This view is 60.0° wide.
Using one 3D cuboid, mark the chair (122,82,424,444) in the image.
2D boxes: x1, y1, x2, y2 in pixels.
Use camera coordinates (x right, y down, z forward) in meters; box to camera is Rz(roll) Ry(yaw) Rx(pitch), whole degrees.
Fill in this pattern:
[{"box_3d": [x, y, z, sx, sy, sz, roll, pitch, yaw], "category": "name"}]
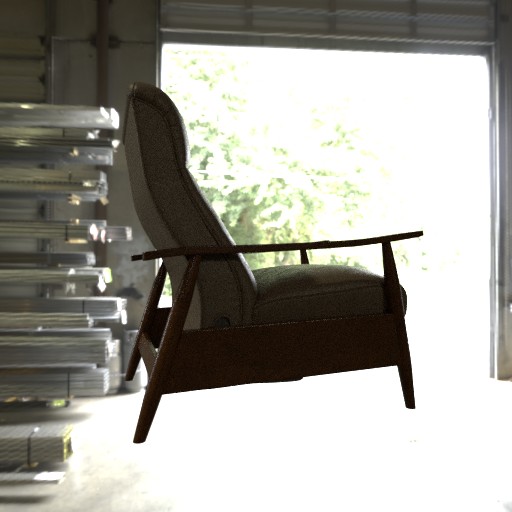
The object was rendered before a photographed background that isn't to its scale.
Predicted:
[{"box_3d": [0.000, 0.000, 1.767, 1.014, 1.082, 0.762, 0, -1, -18], "category": "chair"}]
